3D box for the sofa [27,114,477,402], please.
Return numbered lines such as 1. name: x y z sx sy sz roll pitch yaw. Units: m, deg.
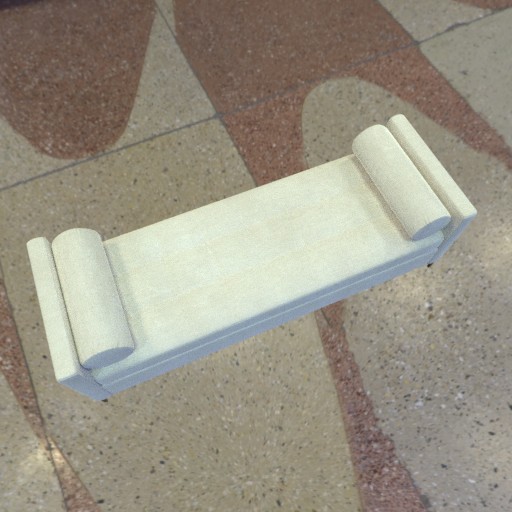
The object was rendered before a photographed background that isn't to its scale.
1. sofa: 0.000 0.000 2.302 1.981 0.635 0.686 -21 65 -10
